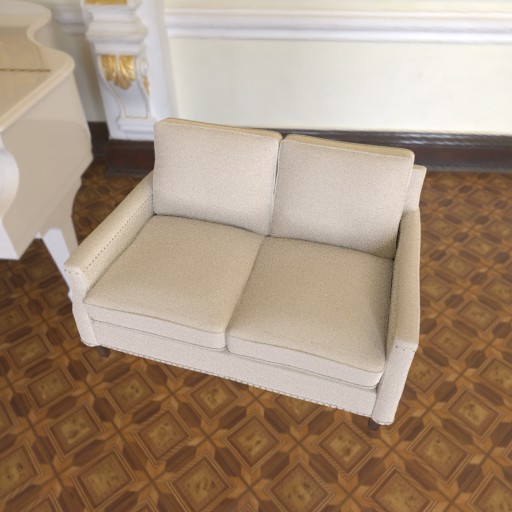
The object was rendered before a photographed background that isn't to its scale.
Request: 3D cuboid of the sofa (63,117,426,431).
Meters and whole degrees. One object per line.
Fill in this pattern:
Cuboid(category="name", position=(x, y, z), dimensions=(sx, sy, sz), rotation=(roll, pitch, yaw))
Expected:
Cuboid(category="sofa", position=(0.000, 0.000, 2.279), dimensions=(1.597, 1.003, 1.084), rotation=(11, 43, 13))
